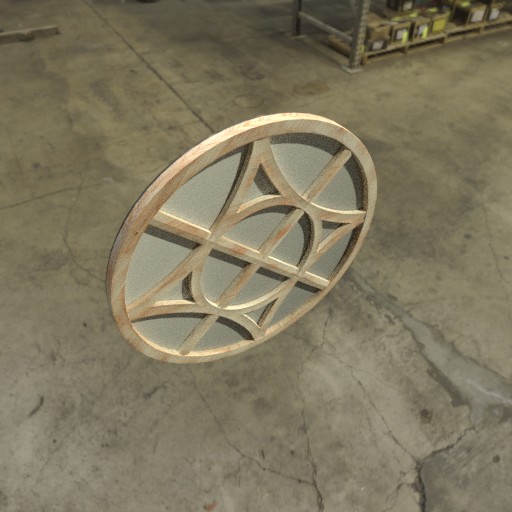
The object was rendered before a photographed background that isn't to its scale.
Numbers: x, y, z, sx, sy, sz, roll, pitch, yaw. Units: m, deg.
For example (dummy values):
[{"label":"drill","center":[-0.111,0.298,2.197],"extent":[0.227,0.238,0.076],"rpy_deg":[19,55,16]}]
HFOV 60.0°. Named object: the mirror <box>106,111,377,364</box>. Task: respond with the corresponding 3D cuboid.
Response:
[{"label":"mirror","center":[0.000,0.000,1.074],"extent":[0.710,0.710,0.038],"rpy_deg":[-23,49,-21]}]
